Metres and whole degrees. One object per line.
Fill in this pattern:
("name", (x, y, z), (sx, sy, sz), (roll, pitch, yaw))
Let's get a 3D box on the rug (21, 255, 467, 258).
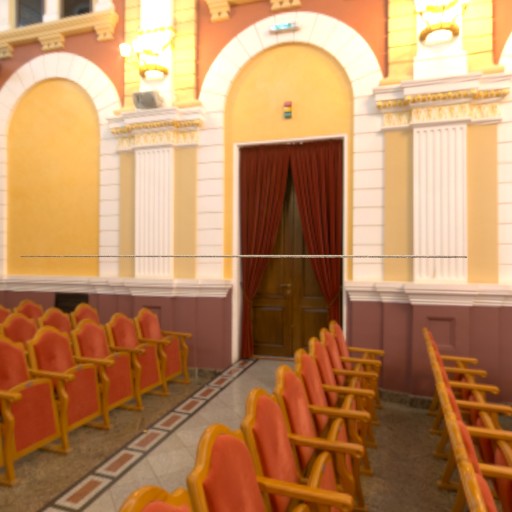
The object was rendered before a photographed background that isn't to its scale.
("rug", (0.000, 0.000, 2.850), (2.283, 0.006, 1.521), (0, 0, 18))
